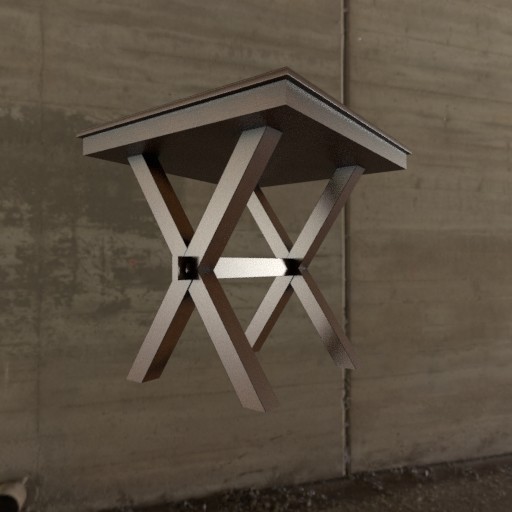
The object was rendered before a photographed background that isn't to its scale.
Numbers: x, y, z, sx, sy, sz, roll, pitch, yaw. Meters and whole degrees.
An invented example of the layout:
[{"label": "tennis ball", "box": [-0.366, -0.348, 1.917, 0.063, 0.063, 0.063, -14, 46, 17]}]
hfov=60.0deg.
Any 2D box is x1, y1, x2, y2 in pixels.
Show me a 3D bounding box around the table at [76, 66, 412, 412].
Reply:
[{"label": "table", "box": [0.000, 0.000, 1.070, 0.560, 0.562, 0.602, -1, -1, 36]}]
